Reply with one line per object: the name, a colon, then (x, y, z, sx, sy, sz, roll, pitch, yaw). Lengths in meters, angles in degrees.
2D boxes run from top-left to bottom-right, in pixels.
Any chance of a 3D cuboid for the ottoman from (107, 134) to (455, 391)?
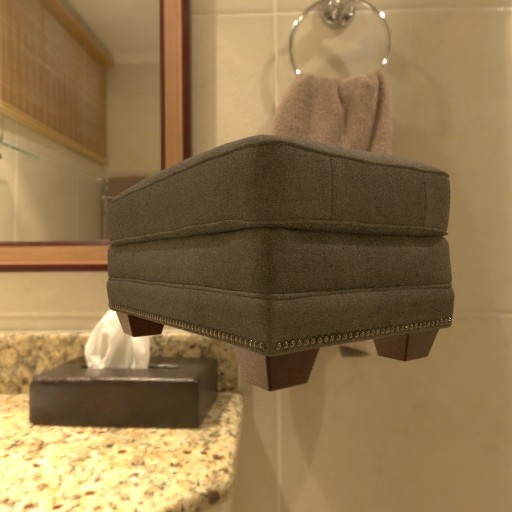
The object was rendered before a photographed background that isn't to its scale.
ottoman: (0.000, 0.000, 1.155, 0.561, 0.457, 0.813, 0, 0, -36)
